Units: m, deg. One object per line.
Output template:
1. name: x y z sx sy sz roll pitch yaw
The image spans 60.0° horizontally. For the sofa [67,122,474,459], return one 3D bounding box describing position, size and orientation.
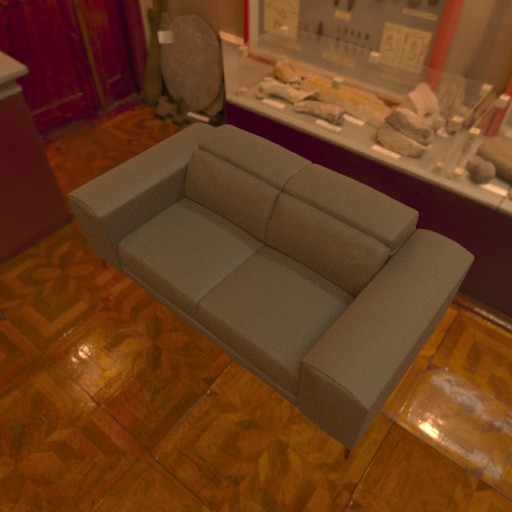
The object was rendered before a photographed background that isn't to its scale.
1. sofa: 0.000 0.000 2.403 1.895 0.779 1.003 32 54 26
